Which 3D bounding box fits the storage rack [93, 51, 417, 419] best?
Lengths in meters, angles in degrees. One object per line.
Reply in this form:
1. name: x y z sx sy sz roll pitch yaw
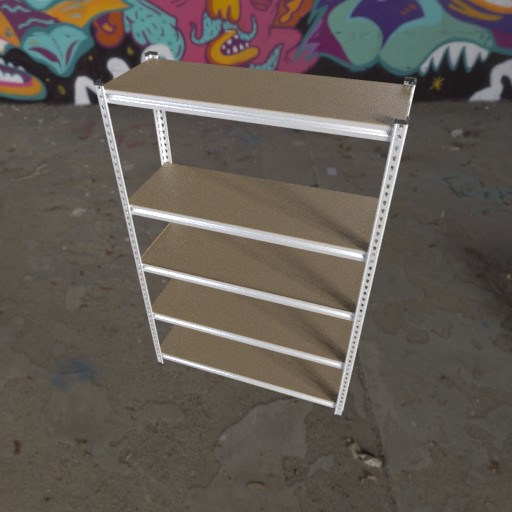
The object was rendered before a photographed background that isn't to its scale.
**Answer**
1. storage rack: 0.000 0.000 2.356 1.219 1.829 0.457 12 41 14
